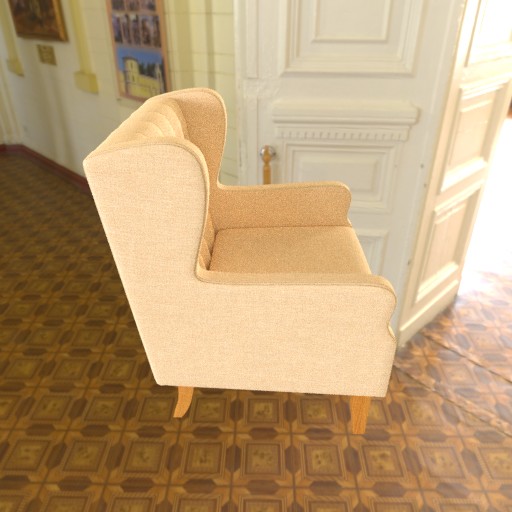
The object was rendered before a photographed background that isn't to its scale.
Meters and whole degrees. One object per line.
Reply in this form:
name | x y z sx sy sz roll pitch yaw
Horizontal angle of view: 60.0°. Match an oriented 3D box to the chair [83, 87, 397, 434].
chair | 0.000 0.000 1.441 0.760 0.930 0.710 0 31 1
